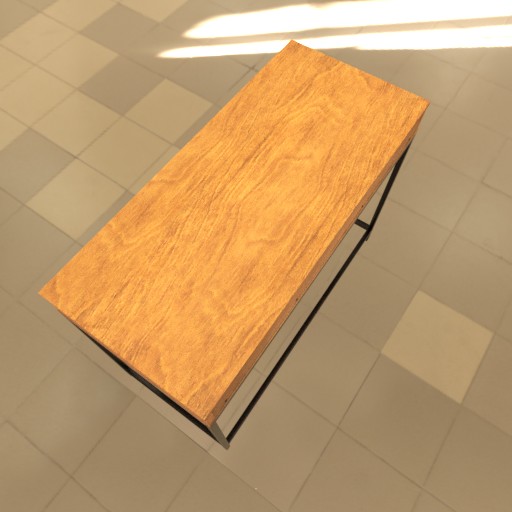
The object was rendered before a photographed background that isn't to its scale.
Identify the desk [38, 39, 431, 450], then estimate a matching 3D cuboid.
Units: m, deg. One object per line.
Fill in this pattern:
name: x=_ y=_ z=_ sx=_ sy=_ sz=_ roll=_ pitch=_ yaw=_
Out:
desk: x=0.000 y=0.000 z=1.432 sx=0.470 sy=0.762 sz=1.016 roll=32 pitch=67 yaw=15
